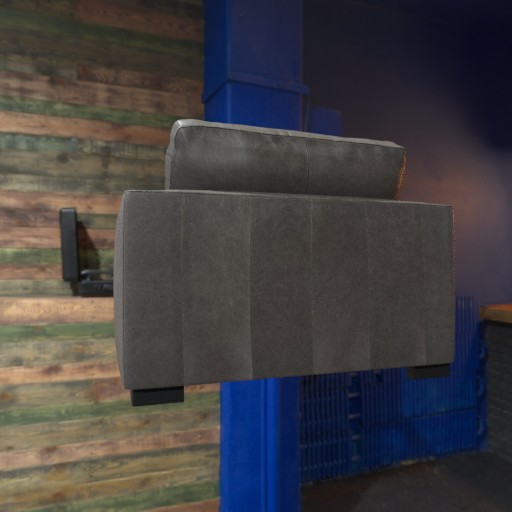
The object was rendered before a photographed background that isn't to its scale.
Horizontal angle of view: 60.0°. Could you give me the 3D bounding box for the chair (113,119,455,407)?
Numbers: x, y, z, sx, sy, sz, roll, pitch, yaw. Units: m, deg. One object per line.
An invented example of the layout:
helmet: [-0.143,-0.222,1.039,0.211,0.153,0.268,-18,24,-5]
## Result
chair: [0.000,0.000,1.808,1.106,0.807,1.080,0,-1,-18]
